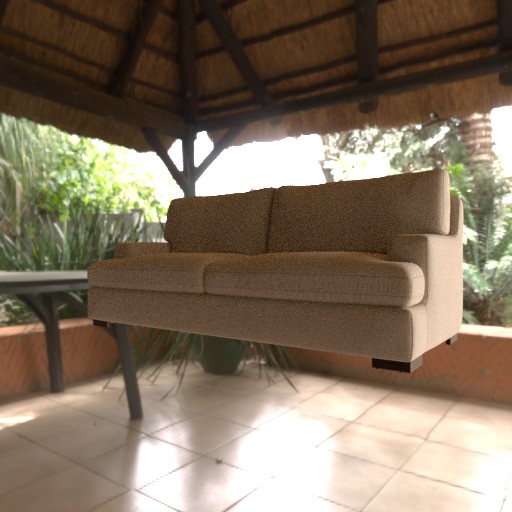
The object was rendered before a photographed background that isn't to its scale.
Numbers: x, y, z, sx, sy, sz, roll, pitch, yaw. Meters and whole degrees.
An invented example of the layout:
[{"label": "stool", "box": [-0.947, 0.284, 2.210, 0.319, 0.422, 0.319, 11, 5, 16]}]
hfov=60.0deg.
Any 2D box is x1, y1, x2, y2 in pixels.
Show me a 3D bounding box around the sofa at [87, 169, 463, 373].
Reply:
[{"label": "sofa", "box": [0.000, 0.000, 2.662, 2.147, 0.925, 0.929, 0, 0, 36]}]
